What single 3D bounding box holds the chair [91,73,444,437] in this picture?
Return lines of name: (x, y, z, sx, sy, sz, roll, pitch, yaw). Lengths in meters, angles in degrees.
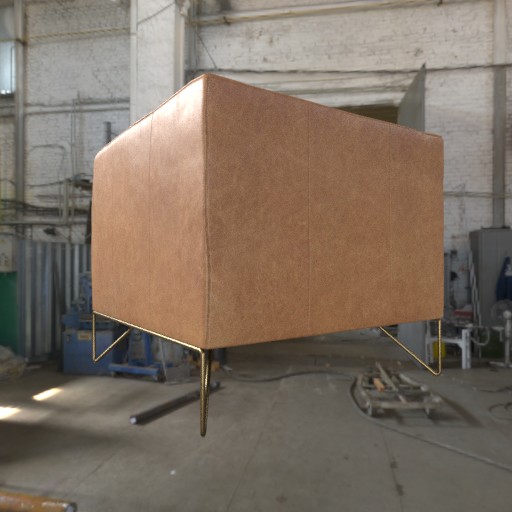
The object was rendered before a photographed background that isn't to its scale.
chair: (0.000, 0.000, 1.565, 0.920, 0.797, 0.912, 0, 0, -35)
